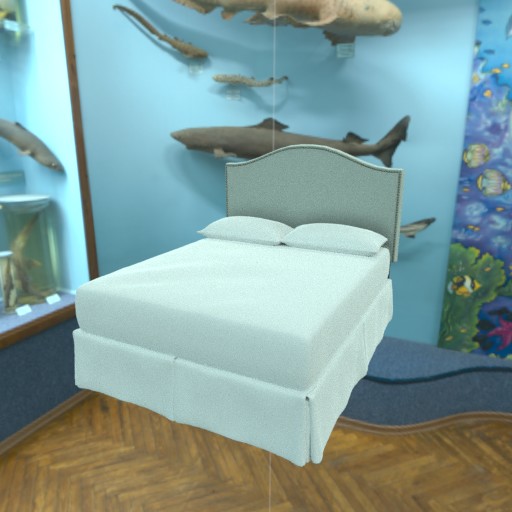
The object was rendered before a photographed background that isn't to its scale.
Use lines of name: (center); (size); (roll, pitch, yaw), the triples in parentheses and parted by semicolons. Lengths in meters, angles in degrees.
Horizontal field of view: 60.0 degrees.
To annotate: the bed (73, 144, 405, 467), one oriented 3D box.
bed: (0.000, 0.000, 3.390); (1.813, 1.607, 2.180); (8, 17, 26)
